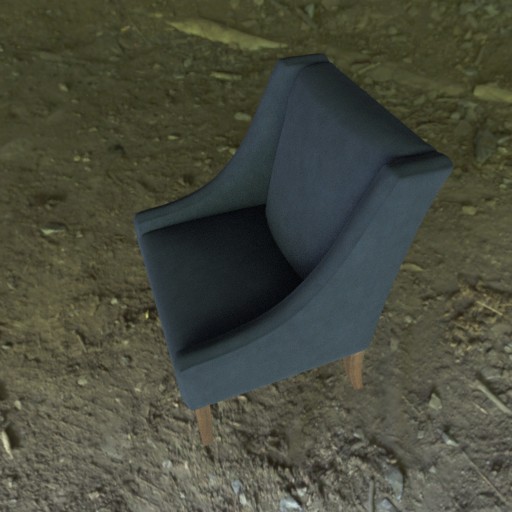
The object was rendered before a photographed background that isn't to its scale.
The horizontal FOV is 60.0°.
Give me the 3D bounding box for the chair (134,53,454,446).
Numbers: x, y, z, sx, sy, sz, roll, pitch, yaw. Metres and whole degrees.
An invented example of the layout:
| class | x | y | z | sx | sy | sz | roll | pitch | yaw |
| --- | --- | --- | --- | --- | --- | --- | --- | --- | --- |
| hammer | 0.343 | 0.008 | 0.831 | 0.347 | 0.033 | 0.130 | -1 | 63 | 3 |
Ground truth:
| class | x | y | z | sx | sy | sz | roll | pitch | yaw |
| --- | --- | --- | --- | --- | --- | --- | --- | --- | --- |
| chair | 0.000 | 0.000 | 1.309 | 0.629 | 0.895 | 0.629 | -15 | 48 | -14 |
